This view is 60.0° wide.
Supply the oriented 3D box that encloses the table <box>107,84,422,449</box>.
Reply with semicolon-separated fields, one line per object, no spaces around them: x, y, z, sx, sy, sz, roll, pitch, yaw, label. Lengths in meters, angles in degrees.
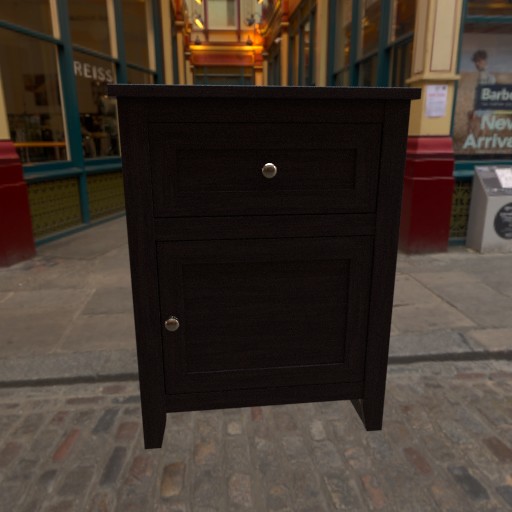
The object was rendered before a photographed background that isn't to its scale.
0.000;0.000;0.930;0.480;0.635;0.381;-2;16;-7;table
